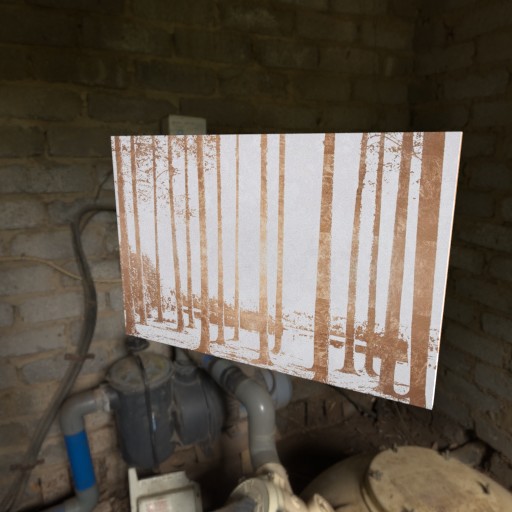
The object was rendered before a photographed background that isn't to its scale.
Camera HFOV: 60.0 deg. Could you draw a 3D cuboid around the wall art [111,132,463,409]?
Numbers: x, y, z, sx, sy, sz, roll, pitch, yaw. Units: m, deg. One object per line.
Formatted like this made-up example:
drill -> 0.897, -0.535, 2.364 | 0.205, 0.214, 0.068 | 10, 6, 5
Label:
wall art -> 0.000, 0.000, 1.151 | 0.914, 0.609, 0.035 | 7, 16, 26
